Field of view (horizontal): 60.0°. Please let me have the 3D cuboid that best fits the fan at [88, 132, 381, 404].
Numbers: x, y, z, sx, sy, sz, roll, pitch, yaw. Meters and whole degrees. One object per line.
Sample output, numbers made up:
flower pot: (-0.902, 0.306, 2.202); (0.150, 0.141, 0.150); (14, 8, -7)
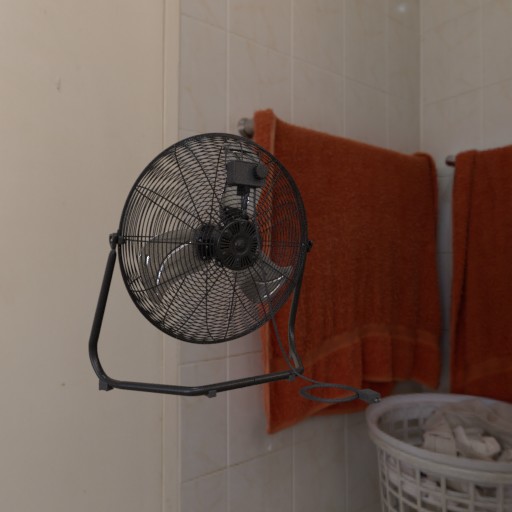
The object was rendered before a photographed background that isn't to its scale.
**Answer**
fan: (0.000, 0.000, 0.910); (0.555, 0.546, 0.424); (1, -1, -36)
